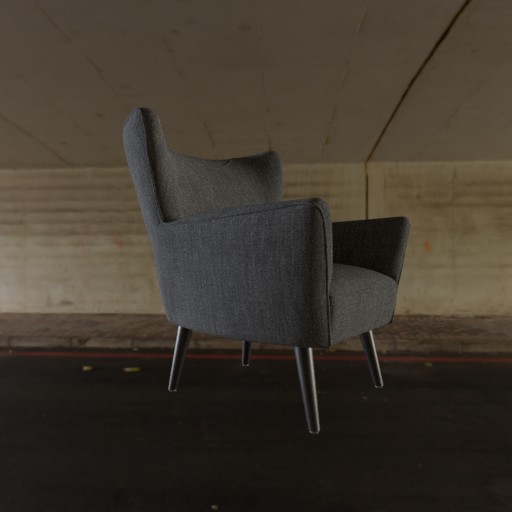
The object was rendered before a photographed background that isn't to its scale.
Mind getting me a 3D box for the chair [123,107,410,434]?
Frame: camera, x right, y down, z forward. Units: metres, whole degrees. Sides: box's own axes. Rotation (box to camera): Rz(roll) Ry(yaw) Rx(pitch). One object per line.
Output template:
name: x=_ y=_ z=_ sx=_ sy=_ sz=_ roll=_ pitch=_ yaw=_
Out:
chair: x=0.000 y=0.000 z=1.586 sx=0.888 sy=0.933 sz=0.781 roll=0 pitch=1 yaw=35
